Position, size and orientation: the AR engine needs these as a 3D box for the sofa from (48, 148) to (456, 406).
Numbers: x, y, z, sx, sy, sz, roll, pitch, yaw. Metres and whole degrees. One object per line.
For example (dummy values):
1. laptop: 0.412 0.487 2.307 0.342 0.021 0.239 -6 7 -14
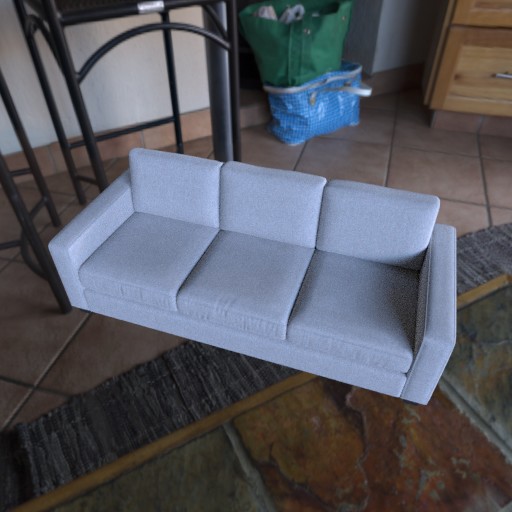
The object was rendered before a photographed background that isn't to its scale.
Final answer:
1. sofa: 0.000 0.000 2.567 2.120 0.800 0.900 13 43 14
